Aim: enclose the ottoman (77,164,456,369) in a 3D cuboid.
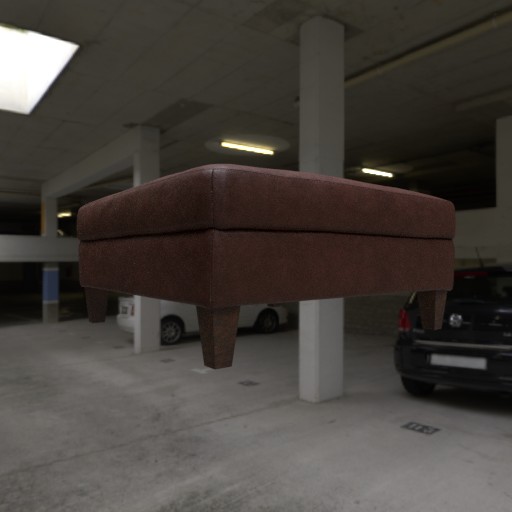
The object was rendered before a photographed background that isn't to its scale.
[{"bbox_3d":[0.000,0.000,1.329,0.844,0.415,0.836,0,0,-37],"label":"ottoman"}]
